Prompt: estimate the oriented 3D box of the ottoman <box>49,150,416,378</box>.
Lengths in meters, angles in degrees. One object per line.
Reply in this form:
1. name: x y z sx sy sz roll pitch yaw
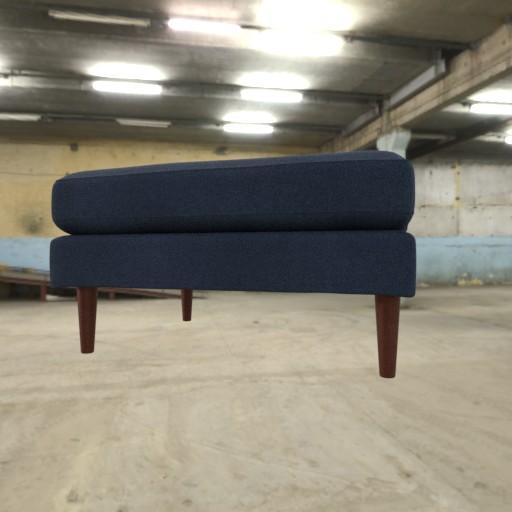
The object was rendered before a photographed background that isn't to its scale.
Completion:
1. ottoman: 0.000 0.000 1.243 0.821 0.474 0.693 0 0 18
